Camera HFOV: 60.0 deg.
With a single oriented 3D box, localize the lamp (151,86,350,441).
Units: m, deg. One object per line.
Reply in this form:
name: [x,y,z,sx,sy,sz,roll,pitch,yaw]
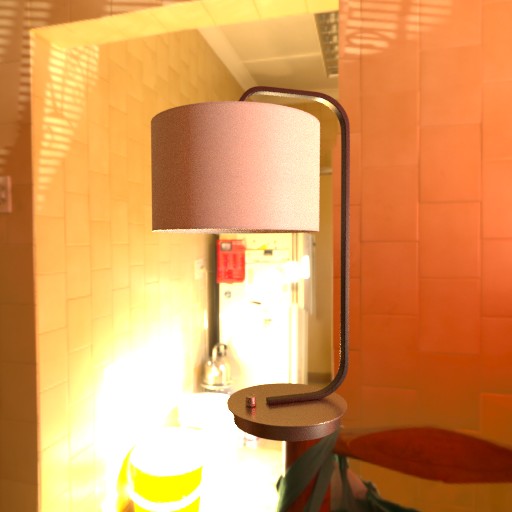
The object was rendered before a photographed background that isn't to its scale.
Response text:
lamp: [0.000,0.000,0.627,0.288,0.473,0.230,0,2,-17]
